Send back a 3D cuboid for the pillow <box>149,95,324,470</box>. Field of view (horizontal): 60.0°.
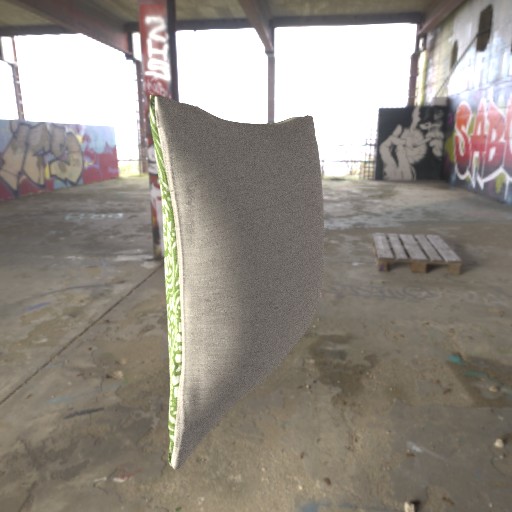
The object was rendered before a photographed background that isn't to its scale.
[{"bbox_3d":[0.000,0.000,0.657,0.162,0.419,0.440,8,17,26],"label":"pillow"}]
